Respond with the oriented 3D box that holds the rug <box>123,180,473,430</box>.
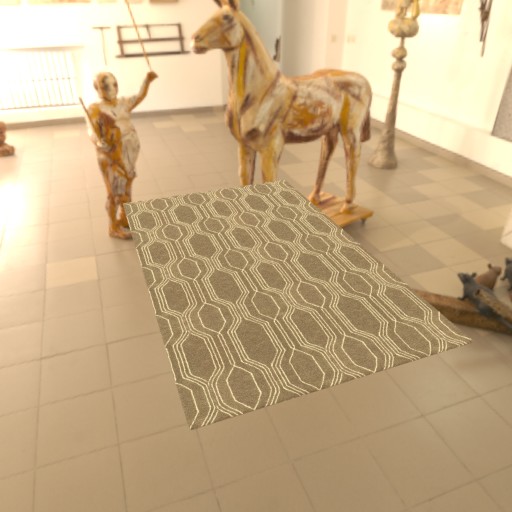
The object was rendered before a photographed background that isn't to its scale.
[{"bbox_3d":[0.000,0.000,3.101,1.541,0.012,2.457,-11,33,-18],"label":"rug"}]
